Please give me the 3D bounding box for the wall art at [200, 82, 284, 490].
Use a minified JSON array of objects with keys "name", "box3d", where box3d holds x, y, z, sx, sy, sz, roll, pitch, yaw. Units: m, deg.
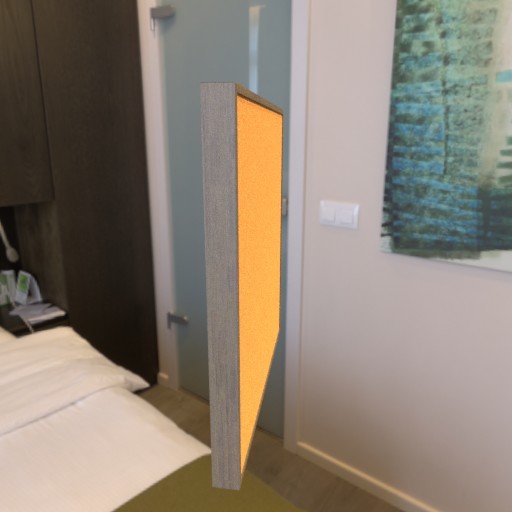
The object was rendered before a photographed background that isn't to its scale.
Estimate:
[{"name":"wall art","box3d":[0.000,0.000,0.766,0.037,0.507,0.507,2,15,9]}]
